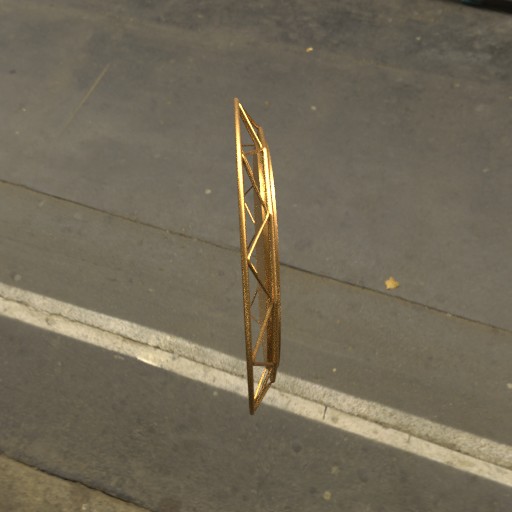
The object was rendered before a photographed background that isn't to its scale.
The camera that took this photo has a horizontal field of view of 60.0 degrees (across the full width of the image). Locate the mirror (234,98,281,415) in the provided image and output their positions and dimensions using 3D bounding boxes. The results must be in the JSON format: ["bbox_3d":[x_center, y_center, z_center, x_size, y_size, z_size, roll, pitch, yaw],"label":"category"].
[{"bbox_3d":[0.000,0.000,0.673,0.043,0.454,0.454,-3,61,-2],"label":"mirror"}]
